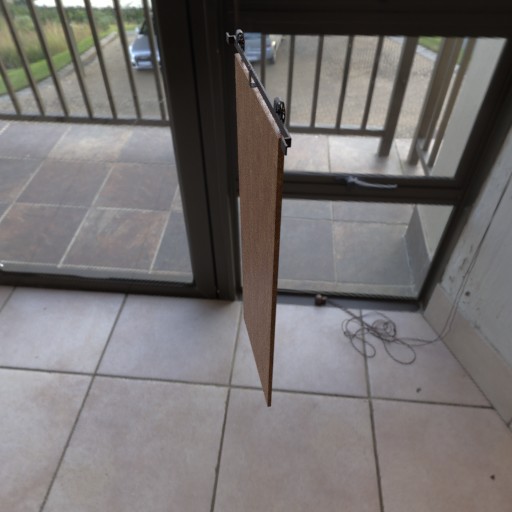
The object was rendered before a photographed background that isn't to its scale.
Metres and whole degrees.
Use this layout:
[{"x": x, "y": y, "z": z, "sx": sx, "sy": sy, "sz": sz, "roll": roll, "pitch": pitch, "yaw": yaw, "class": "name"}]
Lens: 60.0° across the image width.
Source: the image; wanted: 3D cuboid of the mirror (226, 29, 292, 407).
[{"x": 0.000, "y": 0.000, "z": 2.062, "sx": 0.042, "sy": 1.793, "sz": 0.847, "roll": -10, "pitch": 46, "yaw": -9, "class": "mirror"}]
